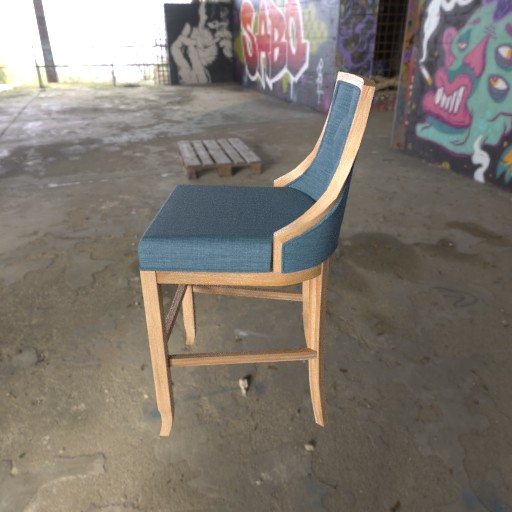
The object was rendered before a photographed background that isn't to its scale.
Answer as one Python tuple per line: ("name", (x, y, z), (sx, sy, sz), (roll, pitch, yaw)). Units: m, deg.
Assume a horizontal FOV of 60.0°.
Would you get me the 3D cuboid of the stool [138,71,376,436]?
("stool", (0.000, 0.000, 1.463), (0.626, 1.101, 0.524), (1, 26, 2))
